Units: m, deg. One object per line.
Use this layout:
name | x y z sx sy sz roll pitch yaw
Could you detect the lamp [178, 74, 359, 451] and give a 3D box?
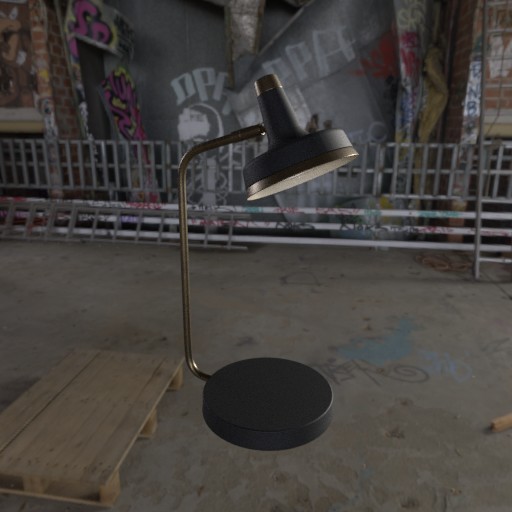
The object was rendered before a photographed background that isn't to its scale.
lamp | 0.000 0.000 0.506 0.218 0.385 0.162 9 18 28
